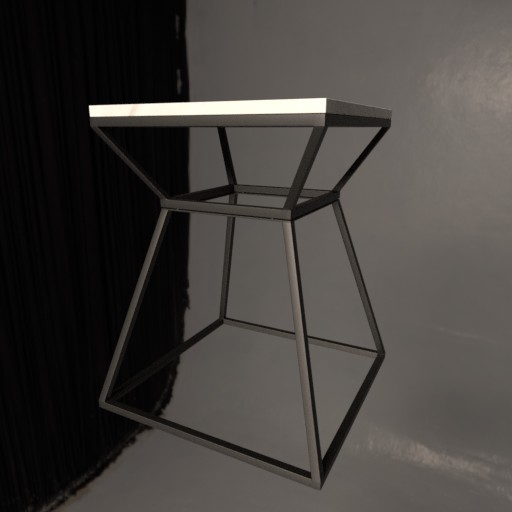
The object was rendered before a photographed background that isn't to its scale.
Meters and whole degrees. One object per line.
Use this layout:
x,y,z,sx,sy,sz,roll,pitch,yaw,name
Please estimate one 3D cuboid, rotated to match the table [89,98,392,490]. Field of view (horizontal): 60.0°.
0.000,0.000,0.881,0.455,0.559,0.455,8,18,26,table
